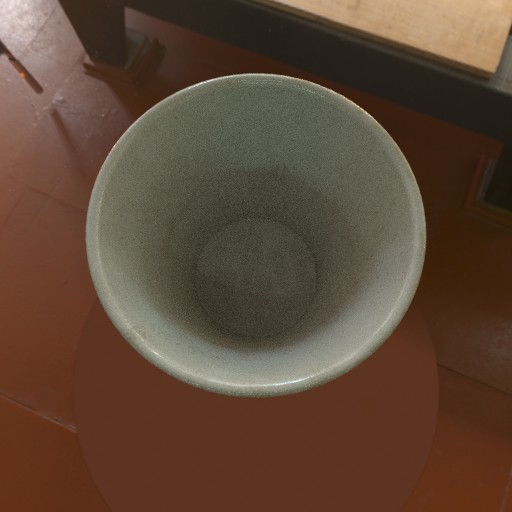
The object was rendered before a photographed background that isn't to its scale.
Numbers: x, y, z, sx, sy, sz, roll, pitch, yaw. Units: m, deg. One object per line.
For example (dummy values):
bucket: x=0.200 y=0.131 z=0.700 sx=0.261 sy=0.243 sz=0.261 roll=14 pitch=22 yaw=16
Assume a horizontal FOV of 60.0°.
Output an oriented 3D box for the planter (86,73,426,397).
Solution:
planter: x=0.000 y=0.000 z=0.330 sx=0.193 sy=0.165 sz=0.193 roll=0 pitch=75 yaw=0
